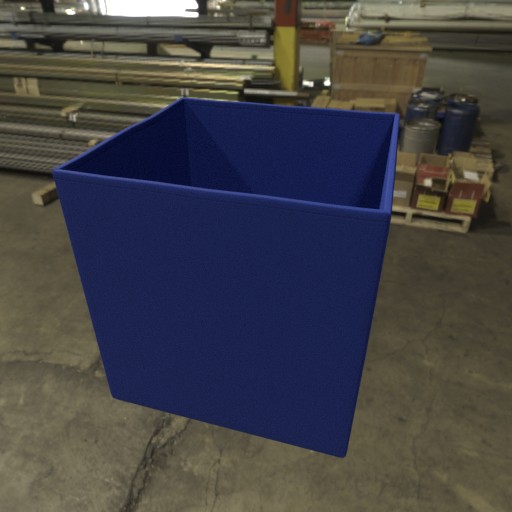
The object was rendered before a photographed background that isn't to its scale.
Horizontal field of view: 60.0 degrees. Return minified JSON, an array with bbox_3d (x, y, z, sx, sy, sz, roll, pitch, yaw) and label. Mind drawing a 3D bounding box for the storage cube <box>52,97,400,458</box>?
[{"bbox_3d":[0.000,0.000,0.506,0.270,0.280,0.270,9,34,14],"label":"storage cube"}]
